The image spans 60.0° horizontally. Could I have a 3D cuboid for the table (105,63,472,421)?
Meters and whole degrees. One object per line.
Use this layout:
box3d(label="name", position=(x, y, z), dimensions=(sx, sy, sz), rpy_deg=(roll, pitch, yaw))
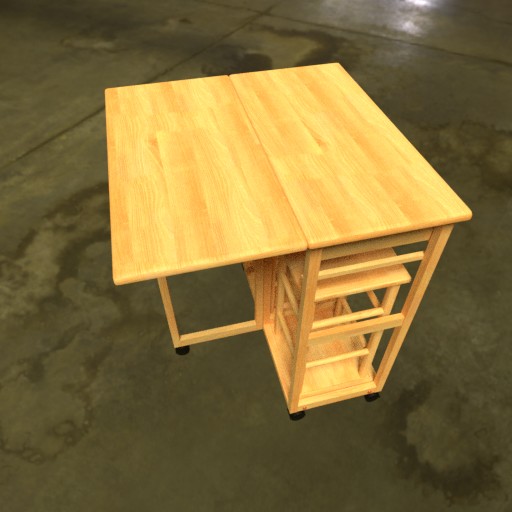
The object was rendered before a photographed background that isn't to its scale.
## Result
box3d(label="table", position=(0.000, 0.000, 1.360), dimensions=(0.693, 0.832, 0.752), rpy_deg=(-10, 47, -10))
